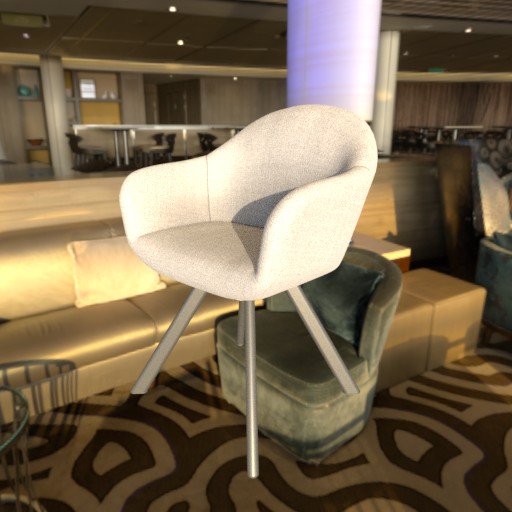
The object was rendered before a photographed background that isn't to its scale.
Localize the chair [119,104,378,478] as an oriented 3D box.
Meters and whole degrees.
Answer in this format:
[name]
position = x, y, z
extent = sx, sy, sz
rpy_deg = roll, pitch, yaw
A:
[chair]
position = 0.000, 0.000, 1.203
extent = 0.590, 0.795, 0.550
rpy_deg = 14, 22, 41
